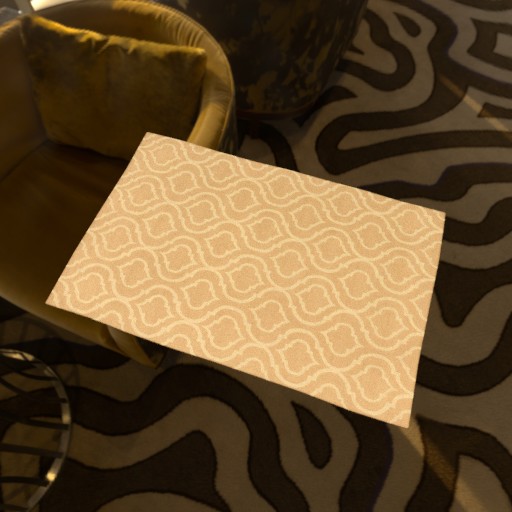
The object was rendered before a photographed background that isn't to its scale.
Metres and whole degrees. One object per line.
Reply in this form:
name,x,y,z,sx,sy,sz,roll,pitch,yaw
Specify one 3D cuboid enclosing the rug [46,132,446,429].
rug,0.000,0.000,2.240,1.761,0.013,1.152,17,64,8
